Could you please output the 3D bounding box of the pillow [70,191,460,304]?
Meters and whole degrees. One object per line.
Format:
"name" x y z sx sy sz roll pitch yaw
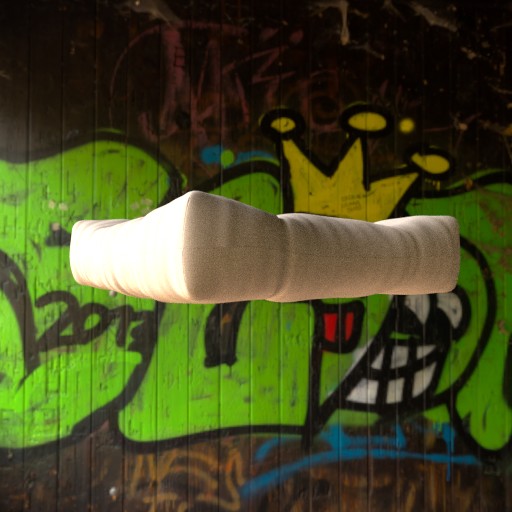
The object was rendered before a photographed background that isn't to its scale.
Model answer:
"pillow" 0.000 0.000 0.733 0.490 0.128 0.468 1 -1 -36
